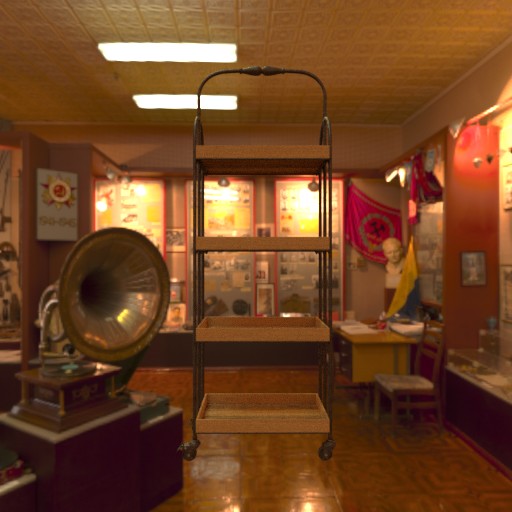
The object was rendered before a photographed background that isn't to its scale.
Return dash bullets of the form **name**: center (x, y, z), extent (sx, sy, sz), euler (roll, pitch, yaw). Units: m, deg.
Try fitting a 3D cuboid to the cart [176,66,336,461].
- **cart**: center (0.000, 0.000, 1.732), extent (0.581, 1.481, 0.308), euler (0, 0, 0)
